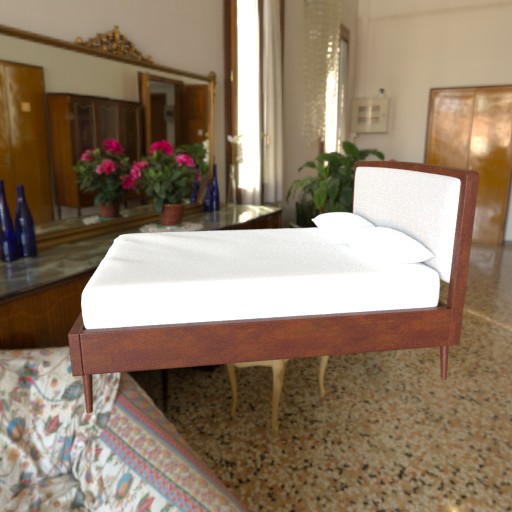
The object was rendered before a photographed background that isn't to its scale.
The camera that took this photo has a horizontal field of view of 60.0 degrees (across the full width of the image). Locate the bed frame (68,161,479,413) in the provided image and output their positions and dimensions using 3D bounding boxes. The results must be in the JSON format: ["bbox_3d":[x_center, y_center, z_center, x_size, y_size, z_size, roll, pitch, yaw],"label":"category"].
[{"bbox_3d":[0.000,0.000,3.106,2.171,1.279,1.587,-2,14,-9],"label":"bed frame"}]
